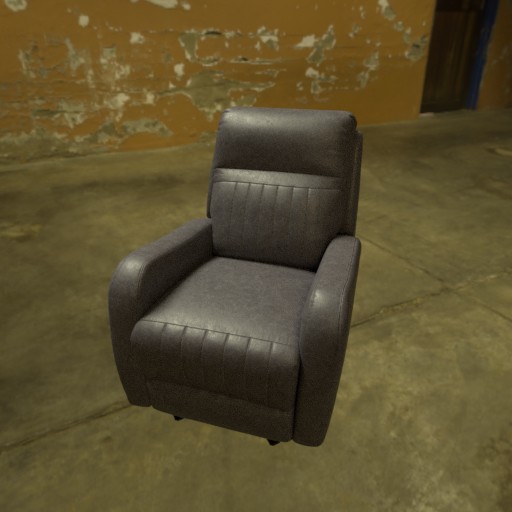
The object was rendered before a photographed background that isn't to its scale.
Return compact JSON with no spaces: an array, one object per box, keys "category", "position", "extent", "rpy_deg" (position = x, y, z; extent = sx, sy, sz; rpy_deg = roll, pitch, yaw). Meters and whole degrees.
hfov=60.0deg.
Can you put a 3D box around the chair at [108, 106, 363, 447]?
[{"category":"chair","position":[0.000,0.000,1.837],"extent":[0.865,1.067,1.067],"rpy_deg":[8,28,16]}]
